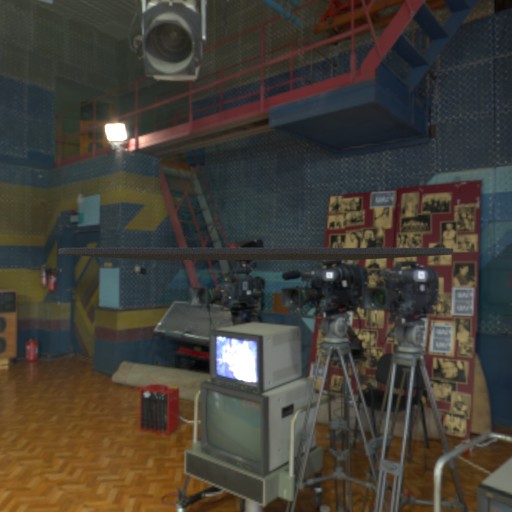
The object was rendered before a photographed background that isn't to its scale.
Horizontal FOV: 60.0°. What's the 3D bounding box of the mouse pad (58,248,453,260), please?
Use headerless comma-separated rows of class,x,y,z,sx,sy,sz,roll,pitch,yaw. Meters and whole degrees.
mouse pad,0.000,0.000,0.327,0.203,0.003,0.229,0,-1,0
